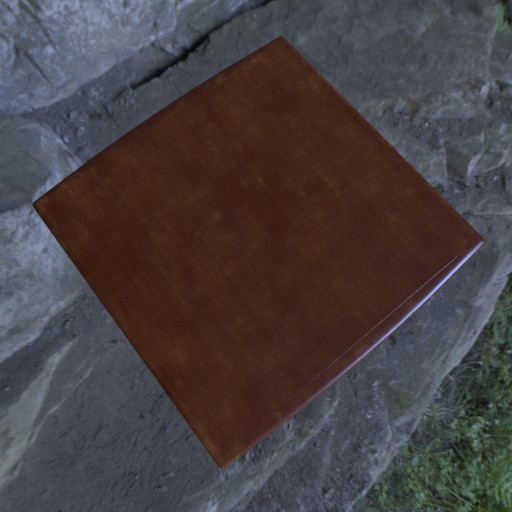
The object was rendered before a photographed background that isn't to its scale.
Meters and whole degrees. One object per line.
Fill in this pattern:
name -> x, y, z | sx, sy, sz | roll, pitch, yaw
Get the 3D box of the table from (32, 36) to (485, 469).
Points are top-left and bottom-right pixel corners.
table -> 0.000, 0.000, 1.681 | 0.991, 0.754, 0.991 | -38, 78, -10
